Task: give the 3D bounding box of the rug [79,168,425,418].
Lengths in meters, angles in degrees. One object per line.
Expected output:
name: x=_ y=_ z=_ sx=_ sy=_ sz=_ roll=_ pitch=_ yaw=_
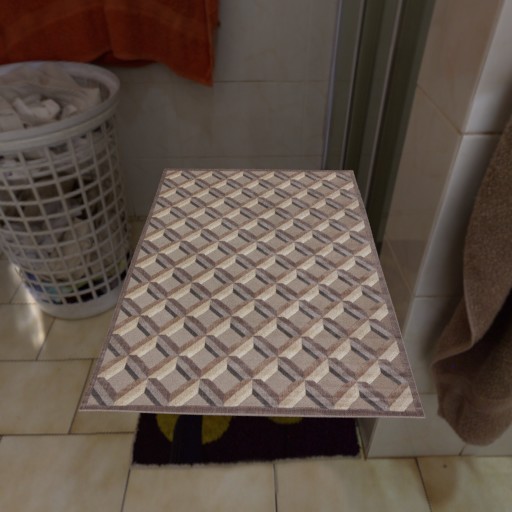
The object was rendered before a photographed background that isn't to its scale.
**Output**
rug: x=0.000 y=0.000 z=2.895 sx=1.600 sy=0.013 sz=2.260 roll=1 pitch=40 yaw=1
